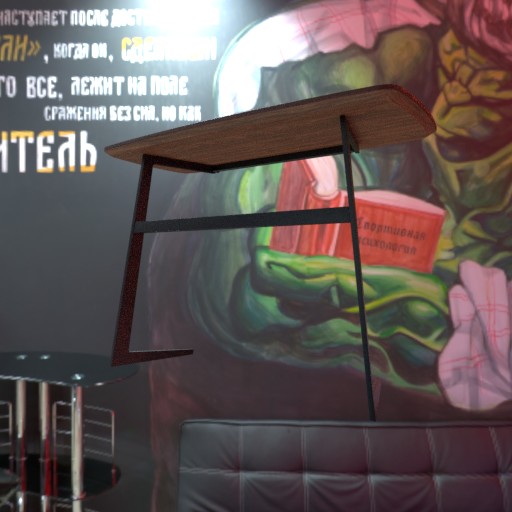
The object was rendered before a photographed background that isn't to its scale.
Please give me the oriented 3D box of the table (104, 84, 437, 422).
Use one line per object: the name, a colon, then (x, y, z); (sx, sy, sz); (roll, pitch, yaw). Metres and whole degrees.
table: (0.000, 0.000, 1.089); (0.804, 0.576, 0.361); (0, -1, 34)
